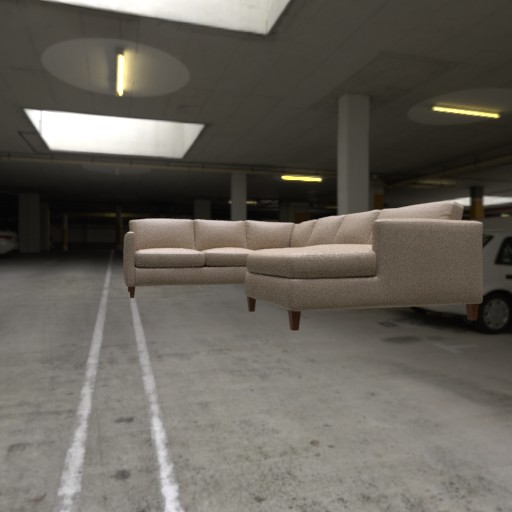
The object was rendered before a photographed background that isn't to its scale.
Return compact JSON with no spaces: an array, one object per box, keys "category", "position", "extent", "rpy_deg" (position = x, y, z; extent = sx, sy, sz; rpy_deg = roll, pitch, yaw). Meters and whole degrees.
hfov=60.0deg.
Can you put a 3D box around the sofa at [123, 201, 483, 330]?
[{"category":"sofa","position":[0.000,0.000,4.597],"extent":[2.594,0.961,3.460],"rpy_deg":[0,0,-18]}]
